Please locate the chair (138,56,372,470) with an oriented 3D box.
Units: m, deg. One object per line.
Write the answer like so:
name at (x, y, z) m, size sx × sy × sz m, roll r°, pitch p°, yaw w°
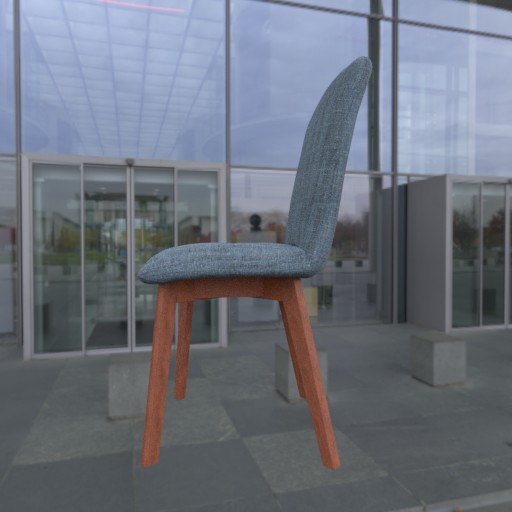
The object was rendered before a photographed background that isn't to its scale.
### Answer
chair at (0.000, 0.000, 1.263) m, size 0.563 × 0.974 × 0.522 m, roll 0°, pitch 1°, yaw -1°
